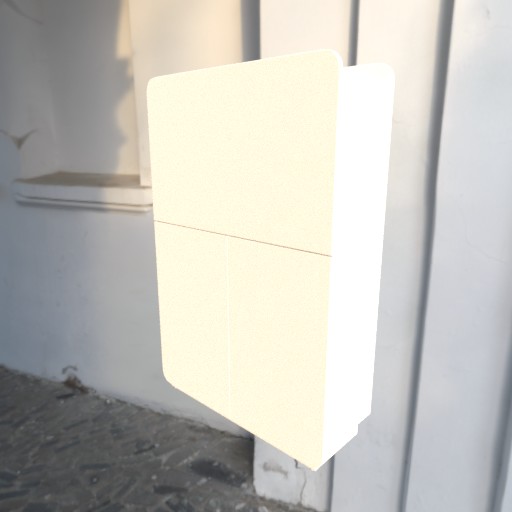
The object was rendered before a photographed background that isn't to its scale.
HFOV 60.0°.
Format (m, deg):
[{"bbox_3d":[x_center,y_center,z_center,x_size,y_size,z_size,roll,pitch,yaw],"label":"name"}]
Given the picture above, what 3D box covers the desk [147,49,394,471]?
[{"bbox_3d":[0.000,0.000,1.529,0.795,1.190,0.278,13,19,41],"label":"desk"}]
